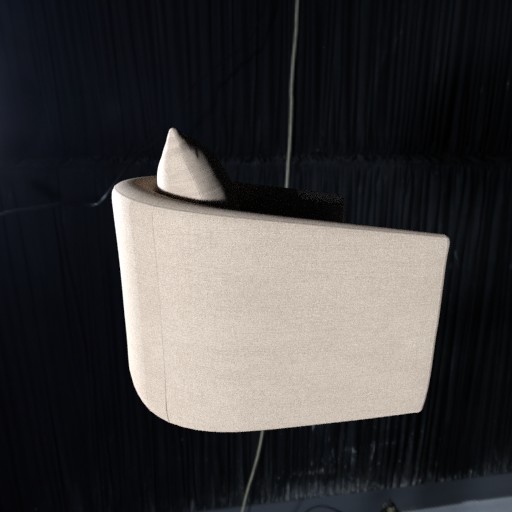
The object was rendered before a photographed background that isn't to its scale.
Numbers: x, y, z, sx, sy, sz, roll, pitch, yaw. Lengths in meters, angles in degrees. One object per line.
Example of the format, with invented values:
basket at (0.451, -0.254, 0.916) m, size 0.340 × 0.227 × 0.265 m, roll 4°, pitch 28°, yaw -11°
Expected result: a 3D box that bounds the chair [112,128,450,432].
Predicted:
chair at (0.000, 0.000, 1.524) m, size 0.910 × 0.848 × 0.845 m, roll -3°, pitch 16°, yaw -10°
